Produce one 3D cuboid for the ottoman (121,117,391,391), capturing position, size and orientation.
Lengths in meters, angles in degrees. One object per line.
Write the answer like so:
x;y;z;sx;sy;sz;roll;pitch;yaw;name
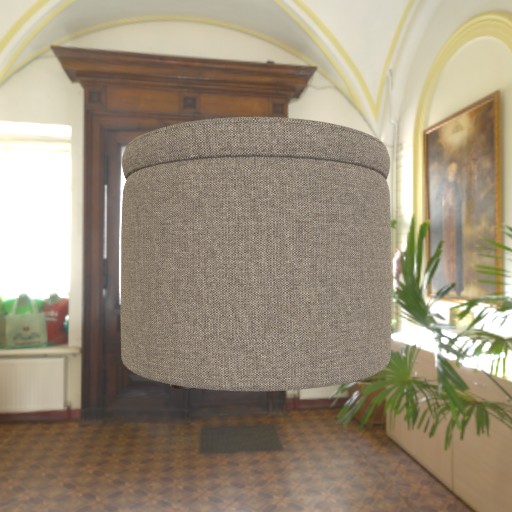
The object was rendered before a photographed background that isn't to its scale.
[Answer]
0.000;0.000;0.891;0.520;0.430;0.520;0;-1;0;ottoman
